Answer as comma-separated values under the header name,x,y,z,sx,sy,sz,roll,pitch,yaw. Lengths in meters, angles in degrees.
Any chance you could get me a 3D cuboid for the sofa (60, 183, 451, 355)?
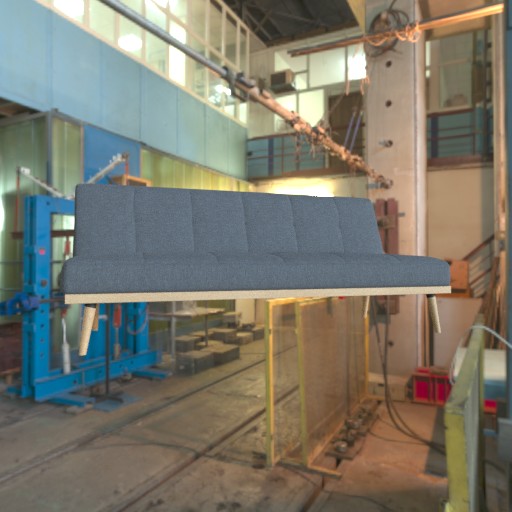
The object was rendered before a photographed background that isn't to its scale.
name,x,y,z,sx,sy,sz,roll,pitch,yaw
sofa,0.000,0.000,2.314,1.820,0.770,0.820,0,-1,-19
